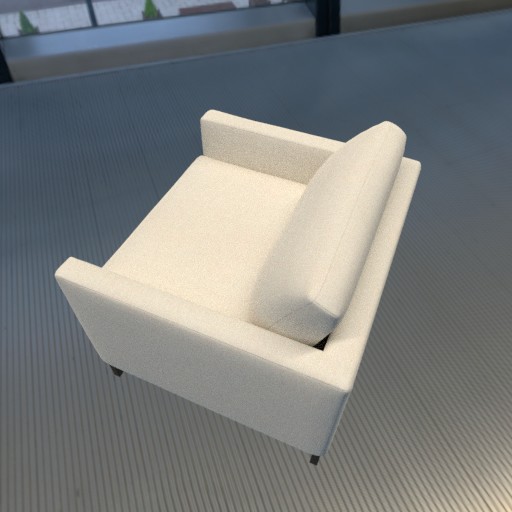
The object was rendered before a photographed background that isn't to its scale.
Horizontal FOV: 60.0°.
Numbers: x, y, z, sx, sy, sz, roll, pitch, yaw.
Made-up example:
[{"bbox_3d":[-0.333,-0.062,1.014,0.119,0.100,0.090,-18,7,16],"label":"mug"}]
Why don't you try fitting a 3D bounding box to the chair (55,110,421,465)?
[{"bbox_3d":[0.000,0.000,1.556,0.875,0.806,0.964,18,51,15],"label":"chair"}]
